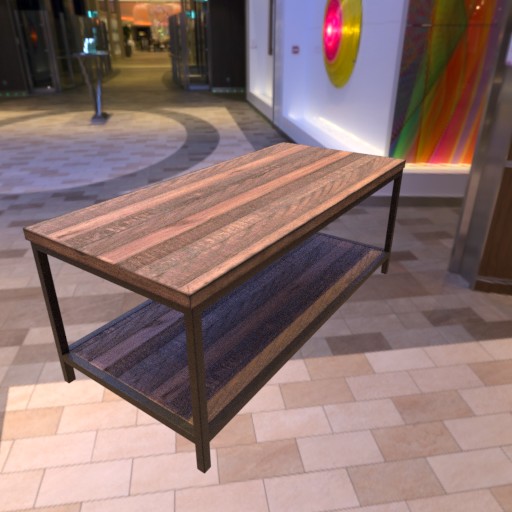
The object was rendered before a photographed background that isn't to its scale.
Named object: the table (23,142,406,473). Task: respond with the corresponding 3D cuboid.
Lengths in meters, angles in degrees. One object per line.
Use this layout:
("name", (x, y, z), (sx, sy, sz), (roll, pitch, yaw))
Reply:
("table", (0.000, 0.000, 1.226), (0.452, 0.399, 0.990), (17, 31, 31))
